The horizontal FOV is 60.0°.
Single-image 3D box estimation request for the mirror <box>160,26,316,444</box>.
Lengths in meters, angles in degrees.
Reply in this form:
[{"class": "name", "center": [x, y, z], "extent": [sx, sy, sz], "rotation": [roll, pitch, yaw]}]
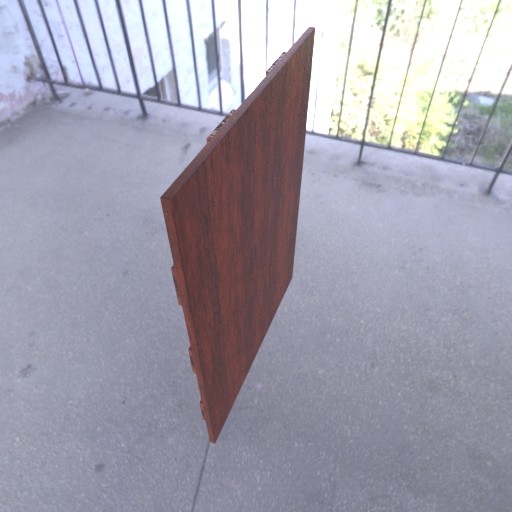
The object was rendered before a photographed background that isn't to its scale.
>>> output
[{"class": "mirror", "center": [0.000, 0.000, 1.027], "extent": [0.021, 0.805, 0.600], "rotation": [17, 49, 15]}]
